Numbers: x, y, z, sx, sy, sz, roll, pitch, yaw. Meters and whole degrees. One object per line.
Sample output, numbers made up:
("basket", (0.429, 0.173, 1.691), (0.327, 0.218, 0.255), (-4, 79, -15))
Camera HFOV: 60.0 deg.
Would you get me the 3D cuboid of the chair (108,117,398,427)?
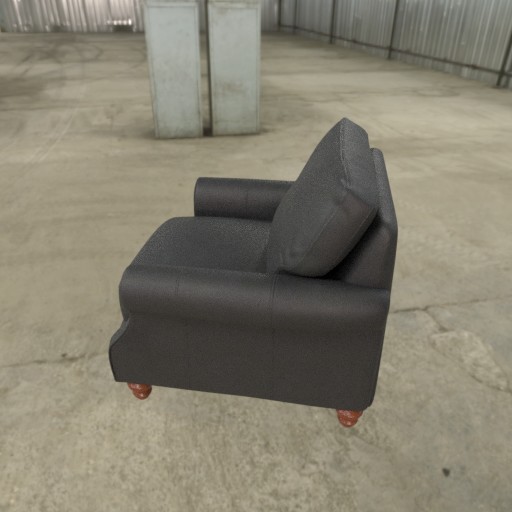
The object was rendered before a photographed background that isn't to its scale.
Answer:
("chair", (0.000, 0.000, 1.775), (1.027, 0.960, 1.015), (7, 31, 13))
